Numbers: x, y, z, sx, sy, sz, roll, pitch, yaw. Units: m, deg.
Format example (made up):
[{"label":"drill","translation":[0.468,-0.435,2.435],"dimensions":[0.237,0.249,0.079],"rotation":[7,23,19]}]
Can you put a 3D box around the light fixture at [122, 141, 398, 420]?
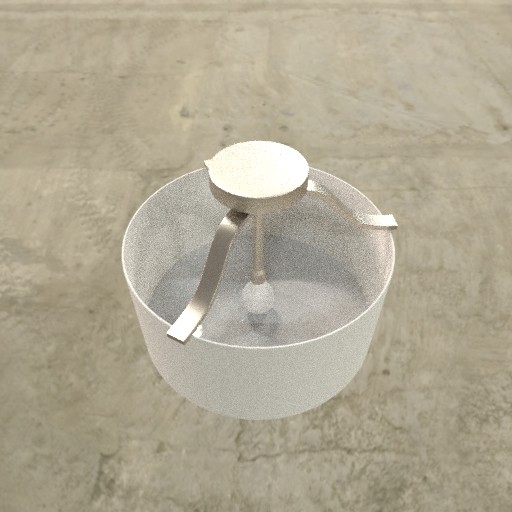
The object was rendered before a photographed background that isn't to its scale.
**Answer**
[{"label":"light fixture","translation":[0.000,0.000,0.655],"dimensions":[0.395,0.304,0.395],"rotation":[0,45,0]}]
